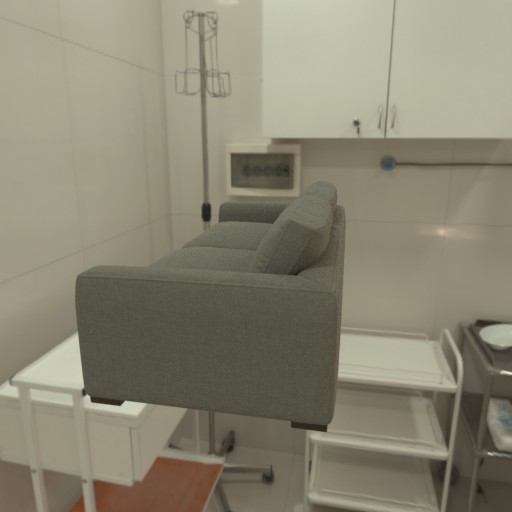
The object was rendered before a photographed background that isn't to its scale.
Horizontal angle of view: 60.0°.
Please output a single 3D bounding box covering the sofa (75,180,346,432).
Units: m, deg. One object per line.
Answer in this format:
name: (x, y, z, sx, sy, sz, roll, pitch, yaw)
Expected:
sofa: (0.000, 0.000, 2.740, 1.070, 0.801, 2.262, 3, 15, 11)
